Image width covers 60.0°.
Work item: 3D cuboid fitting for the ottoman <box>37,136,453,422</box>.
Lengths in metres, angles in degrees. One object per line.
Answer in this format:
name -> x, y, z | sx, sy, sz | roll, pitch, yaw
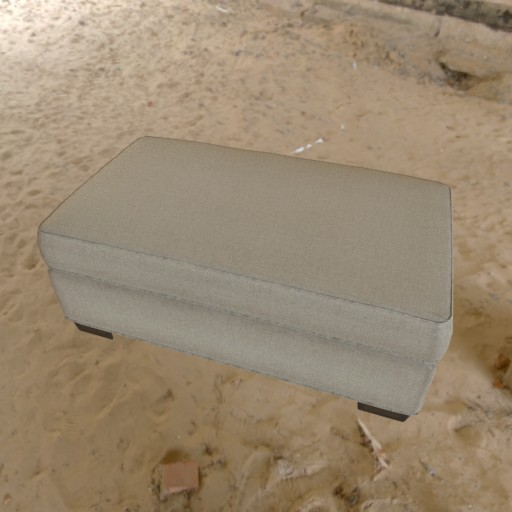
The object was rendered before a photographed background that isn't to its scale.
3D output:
ottoman -> 0.000, 0.000, 1.396 | 1.097, 0.461, 0.617 | 12, 43, 14
